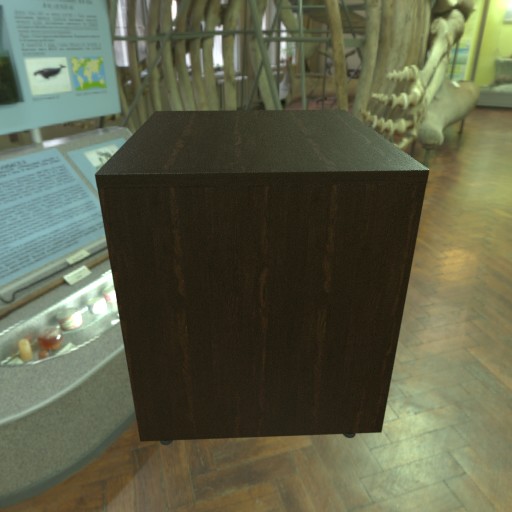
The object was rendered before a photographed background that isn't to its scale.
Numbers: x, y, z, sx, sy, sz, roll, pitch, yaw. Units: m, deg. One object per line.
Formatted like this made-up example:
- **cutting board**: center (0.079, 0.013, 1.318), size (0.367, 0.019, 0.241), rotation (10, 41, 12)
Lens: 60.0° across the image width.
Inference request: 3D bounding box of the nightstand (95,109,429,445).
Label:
- **nightstand**: center (0.000, 0.000, 0.890), size (0.427, 0.487, 0.489), rotation (-1, 27, -2)
